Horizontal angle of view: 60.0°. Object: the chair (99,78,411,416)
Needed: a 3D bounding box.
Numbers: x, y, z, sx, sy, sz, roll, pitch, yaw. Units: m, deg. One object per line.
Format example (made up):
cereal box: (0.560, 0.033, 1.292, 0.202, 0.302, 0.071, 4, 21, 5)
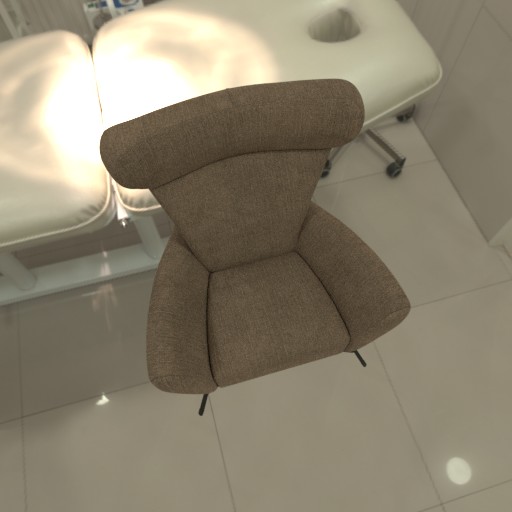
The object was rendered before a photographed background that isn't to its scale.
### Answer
chair: (0.000, 0.000, 1.777, 0.980, 1.040, 0.900, -14, 63, -7)
